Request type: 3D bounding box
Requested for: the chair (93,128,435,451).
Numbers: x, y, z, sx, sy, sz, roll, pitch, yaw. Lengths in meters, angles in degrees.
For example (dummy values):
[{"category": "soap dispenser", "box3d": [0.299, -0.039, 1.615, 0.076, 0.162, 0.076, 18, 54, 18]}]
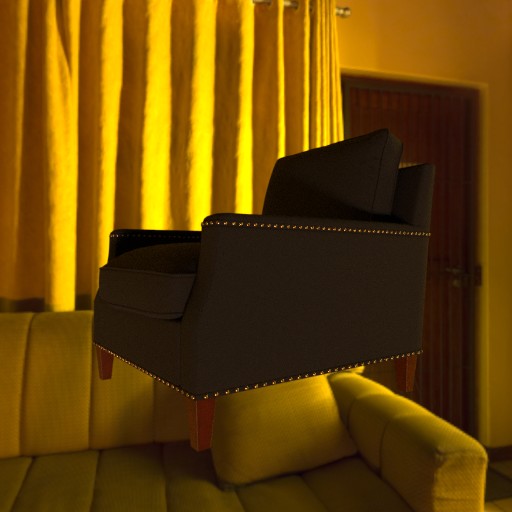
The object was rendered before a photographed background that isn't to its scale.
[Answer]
[{"category": "chair", "box3d": [0.000, 0.000, 1.654, 1.014, 0.943, 0.853, 0, 0, -36]}]
